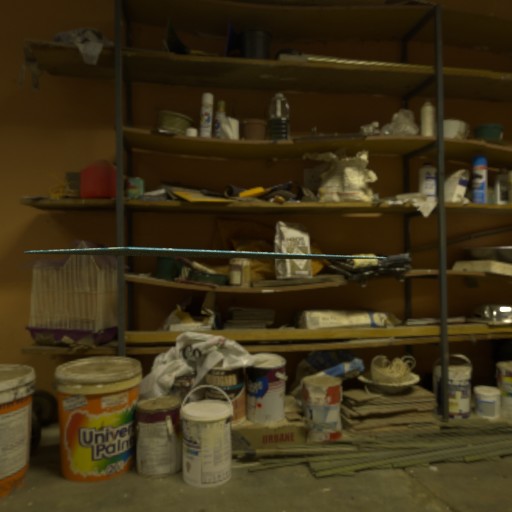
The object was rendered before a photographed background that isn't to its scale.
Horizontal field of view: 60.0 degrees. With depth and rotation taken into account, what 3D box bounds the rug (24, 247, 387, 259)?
[{"bbox_3d":[0.000,0.000,2.438,0.662,0.011,2.196,-1,-2,37],"label":"rug"}]
